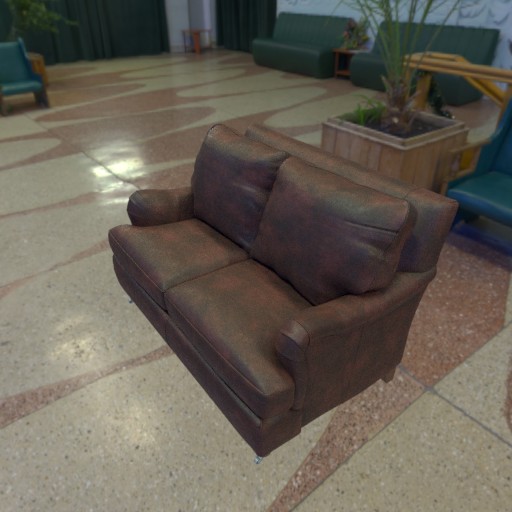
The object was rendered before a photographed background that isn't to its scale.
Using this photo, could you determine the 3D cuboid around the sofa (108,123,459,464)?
[{"bbox_3d":[0.000,0.000,2.414,1.148,1.070,1.628,-21,38,-30],"label":"sofa"}]
